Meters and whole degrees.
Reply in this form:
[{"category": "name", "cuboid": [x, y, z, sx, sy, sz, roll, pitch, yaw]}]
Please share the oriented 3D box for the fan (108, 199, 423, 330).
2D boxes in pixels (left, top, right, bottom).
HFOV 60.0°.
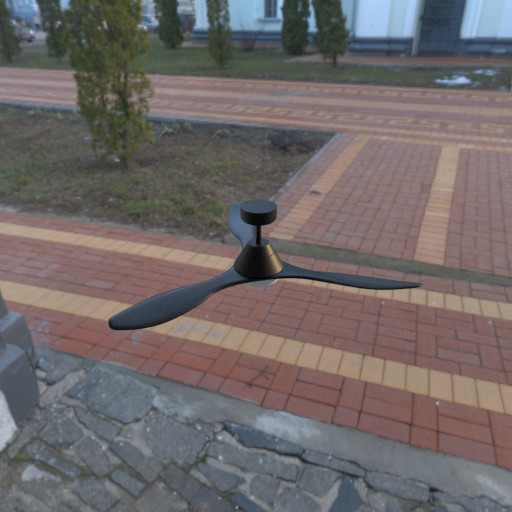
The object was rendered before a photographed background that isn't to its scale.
[{"category": "fan", "cuboid": [0.000, 0.000, 1.641, 1.067, 0.305, 1.067, 19, 34, 32]}]
